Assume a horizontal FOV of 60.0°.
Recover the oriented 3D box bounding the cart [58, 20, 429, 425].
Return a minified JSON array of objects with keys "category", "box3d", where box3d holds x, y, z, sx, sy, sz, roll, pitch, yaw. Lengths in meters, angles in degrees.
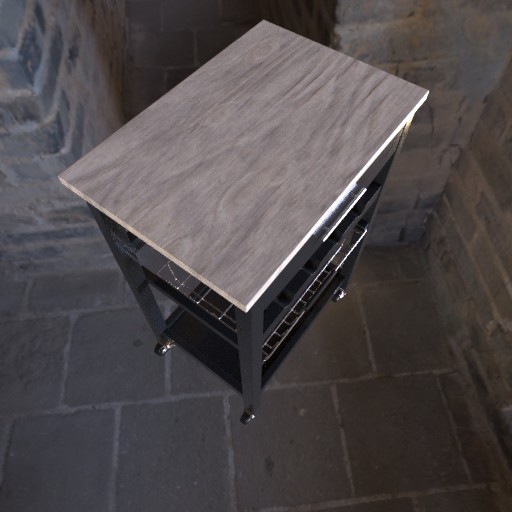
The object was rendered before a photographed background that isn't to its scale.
[{"category":"cart","box3d":[0.000,0.000,1.148,0.403,0.839,0.584,33,64,19]}]
